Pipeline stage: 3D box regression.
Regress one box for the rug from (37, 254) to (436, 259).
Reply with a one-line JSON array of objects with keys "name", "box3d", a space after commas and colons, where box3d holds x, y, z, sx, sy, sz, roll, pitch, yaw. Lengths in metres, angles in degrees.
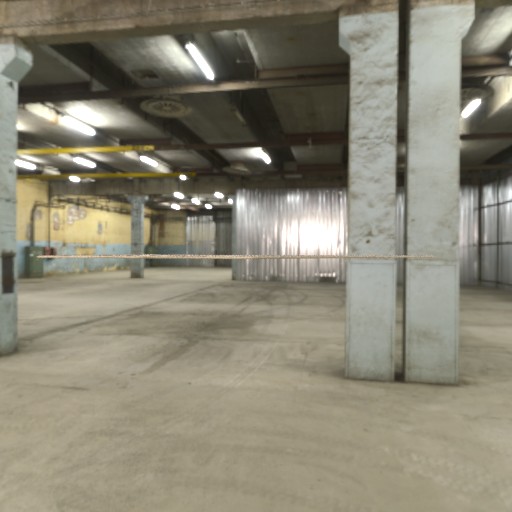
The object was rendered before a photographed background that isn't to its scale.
[{"name": "rug", "box3d": [0.000, 0.000, 4.253, 2.429, 0.030, 3.052, 0, 0, 39]}]
